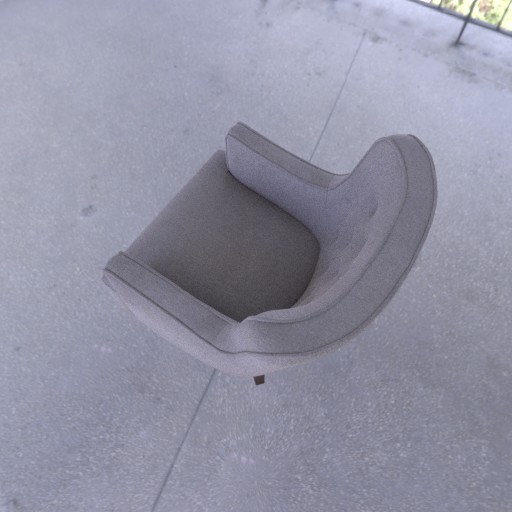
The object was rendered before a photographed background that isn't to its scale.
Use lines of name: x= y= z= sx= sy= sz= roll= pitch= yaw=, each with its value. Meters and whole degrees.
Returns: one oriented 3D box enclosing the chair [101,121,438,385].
chair: x=0.000 y=0.000 z=1.570 sx=0.910 sy=0.919 sz=0.781 roll=31 pitch=67 yaw=15
